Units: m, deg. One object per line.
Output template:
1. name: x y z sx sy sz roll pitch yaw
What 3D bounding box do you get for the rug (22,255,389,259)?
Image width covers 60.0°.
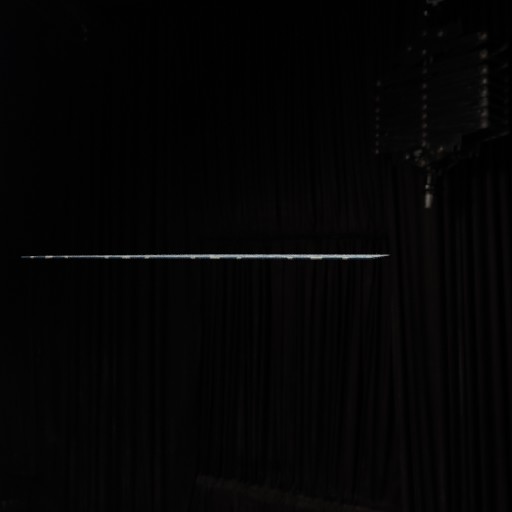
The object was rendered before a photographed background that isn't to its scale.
1. rug: 0.000 0.000 4.375 2.438 0.010 3.353 0 0 18
